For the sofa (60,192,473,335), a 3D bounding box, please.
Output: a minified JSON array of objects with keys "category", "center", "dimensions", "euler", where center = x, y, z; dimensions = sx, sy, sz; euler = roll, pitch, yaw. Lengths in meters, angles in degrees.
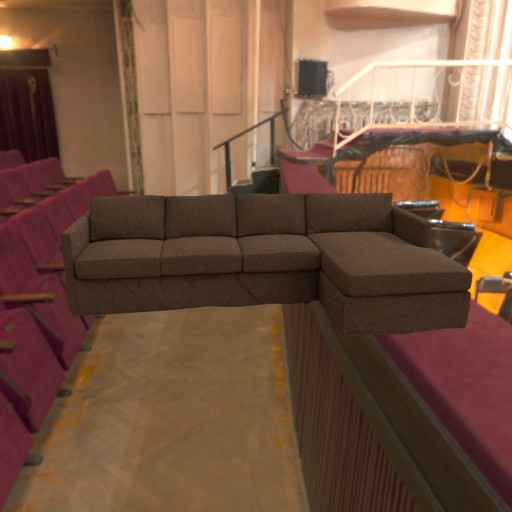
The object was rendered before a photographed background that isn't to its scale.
[{"category":"sofa","center":[0.000,0.000,3.912],"dimensions":[3.205,0.922,1.650],"euler":[-2,17,-7]}]
